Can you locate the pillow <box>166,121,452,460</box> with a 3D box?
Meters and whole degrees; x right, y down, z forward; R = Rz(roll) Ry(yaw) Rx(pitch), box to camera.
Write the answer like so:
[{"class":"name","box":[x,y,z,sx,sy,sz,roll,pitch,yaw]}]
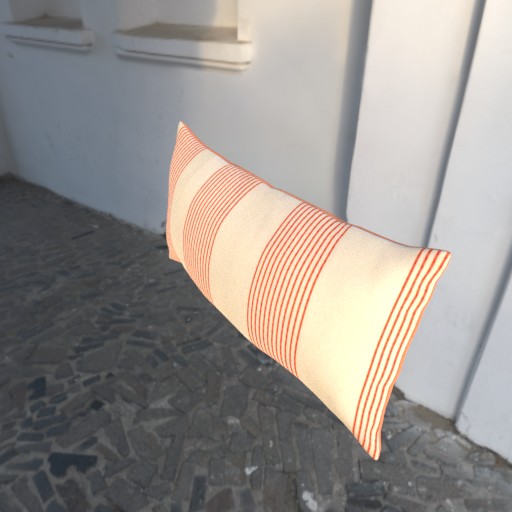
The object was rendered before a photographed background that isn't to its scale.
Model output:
[{"class":"pillow","box":[0.000,0.000,0.712,0.156,0.292,0.608,-20,36,-29]}]
